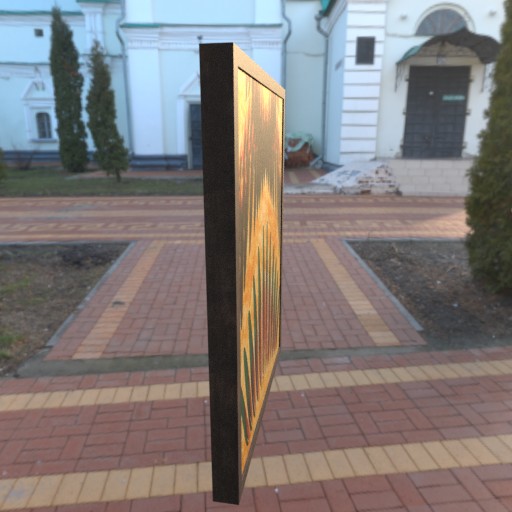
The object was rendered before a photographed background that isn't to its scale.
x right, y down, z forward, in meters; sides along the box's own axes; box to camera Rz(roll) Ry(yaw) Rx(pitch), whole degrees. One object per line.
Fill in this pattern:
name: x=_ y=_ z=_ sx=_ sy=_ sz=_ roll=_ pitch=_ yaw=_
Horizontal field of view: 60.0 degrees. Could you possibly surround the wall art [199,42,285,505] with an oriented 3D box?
wall art: x=0.000 y=0.000 z=0.530 sx=0.027 sy=0.406 sz=0.329 roll=3 pitch=15 yaw=10
